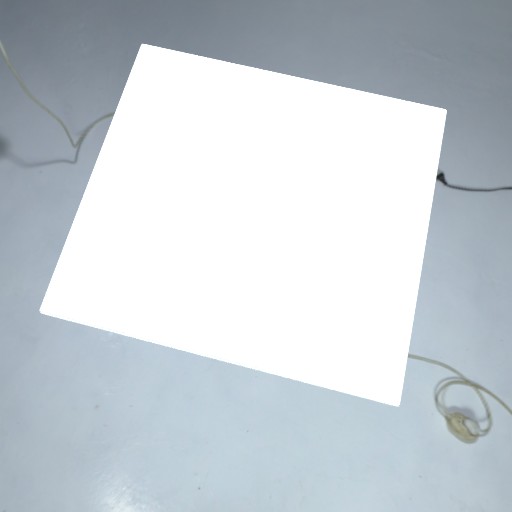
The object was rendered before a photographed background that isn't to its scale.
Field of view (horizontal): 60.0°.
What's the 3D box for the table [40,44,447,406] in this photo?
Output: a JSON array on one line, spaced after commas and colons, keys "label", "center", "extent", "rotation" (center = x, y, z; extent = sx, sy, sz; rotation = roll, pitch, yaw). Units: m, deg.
[{"label": "table", "center": [0.000, 0.000, 0.903], "extent": [0.488, 0.565, 0.442], "rotation": [14, 75, 4]}]
